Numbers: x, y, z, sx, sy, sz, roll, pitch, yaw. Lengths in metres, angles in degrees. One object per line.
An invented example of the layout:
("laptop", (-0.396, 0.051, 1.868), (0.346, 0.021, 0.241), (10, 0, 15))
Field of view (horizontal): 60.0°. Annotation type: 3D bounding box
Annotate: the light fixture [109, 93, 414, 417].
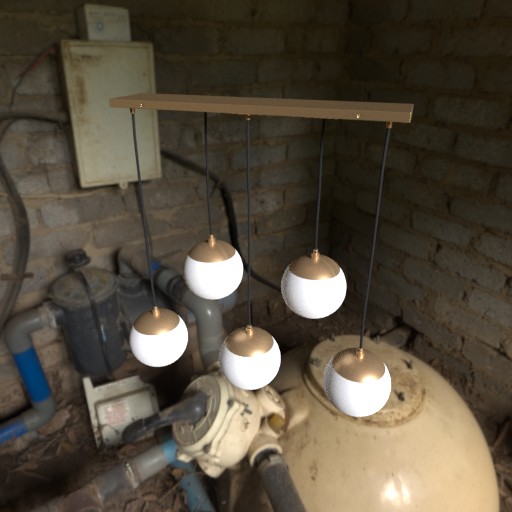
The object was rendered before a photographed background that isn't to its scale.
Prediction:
("light fixture", (0.000, 0.000, 1.311), (0.863, 0.869, 0.299), (9, 27, 17))
